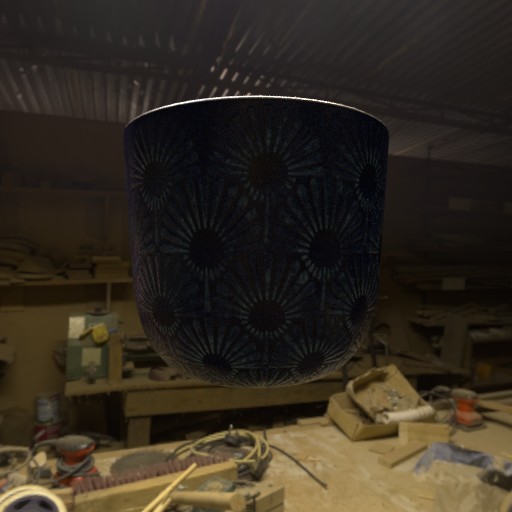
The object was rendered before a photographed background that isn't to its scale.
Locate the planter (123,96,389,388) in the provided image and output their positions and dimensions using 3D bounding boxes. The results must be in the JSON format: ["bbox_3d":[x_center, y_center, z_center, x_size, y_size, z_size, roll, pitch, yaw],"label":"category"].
[{"bbox_3d":[0.000,0.000,0.294,0.170,0.153,0.170,0,0,0],"label":"planter"}]
